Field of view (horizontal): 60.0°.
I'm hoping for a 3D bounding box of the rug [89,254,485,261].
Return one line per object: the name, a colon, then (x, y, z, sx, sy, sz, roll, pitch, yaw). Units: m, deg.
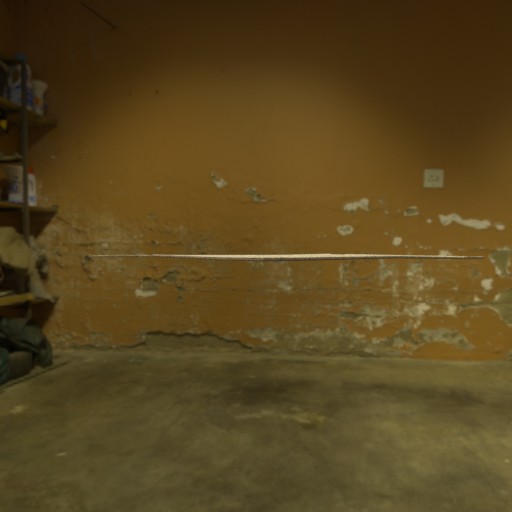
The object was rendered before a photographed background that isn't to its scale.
rug: (0.000, 0.000, 3.045, 1.609, 0.030, 2.342, 0, 0, -36)
